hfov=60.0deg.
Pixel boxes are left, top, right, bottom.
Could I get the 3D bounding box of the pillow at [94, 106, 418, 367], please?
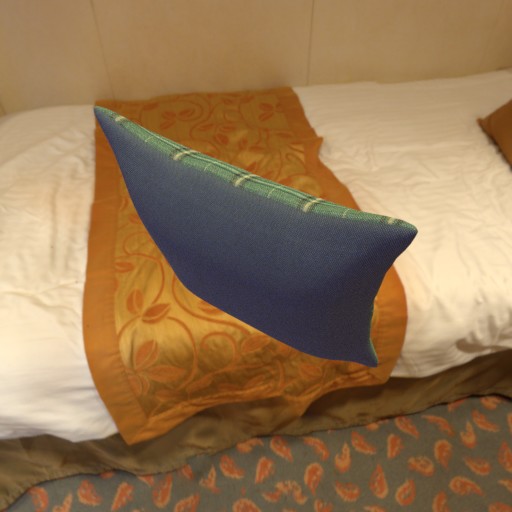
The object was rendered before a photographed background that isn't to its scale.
[{"bbox_3d":[0.000,0.000,0.704,0.453,0.430,0.200,25,51,22],"label":"pillow"}]
